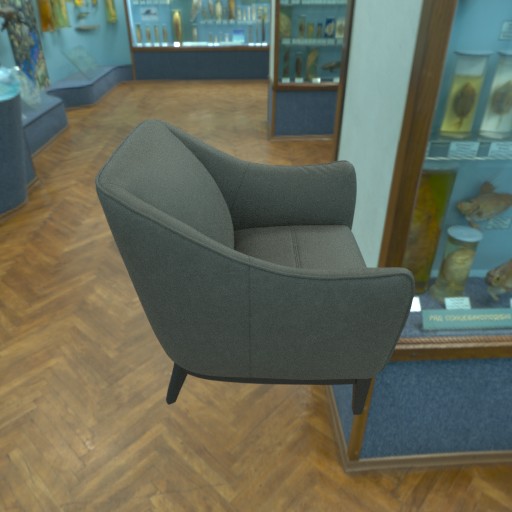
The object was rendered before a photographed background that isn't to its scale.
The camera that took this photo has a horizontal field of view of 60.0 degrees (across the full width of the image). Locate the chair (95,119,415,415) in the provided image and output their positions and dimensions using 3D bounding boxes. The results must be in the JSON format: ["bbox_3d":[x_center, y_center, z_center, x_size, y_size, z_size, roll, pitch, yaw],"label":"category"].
[{"bbox_3d":[0.000,0.000,1.587,0.852,0.830,0.871,0,32,0],"label":"chair"}]
